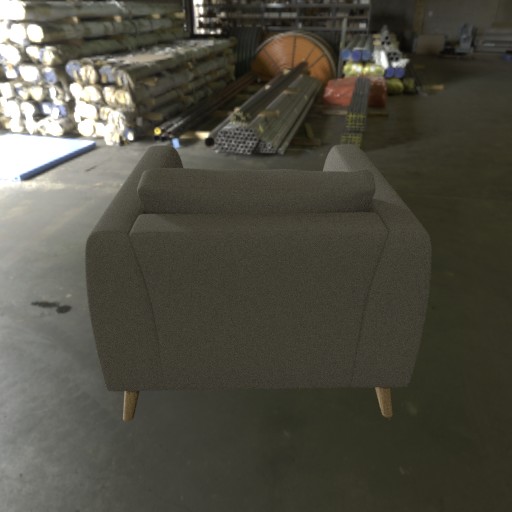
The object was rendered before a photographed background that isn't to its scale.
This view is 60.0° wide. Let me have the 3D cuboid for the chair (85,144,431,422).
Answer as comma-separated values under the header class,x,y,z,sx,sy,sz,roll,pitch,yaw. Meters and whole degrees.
class,x,y,z,sx,sy,sz,roll,pitch,yaw
chair,0.000,0.000,1.720,1.000,0.860,0.930,-1,29,-1
